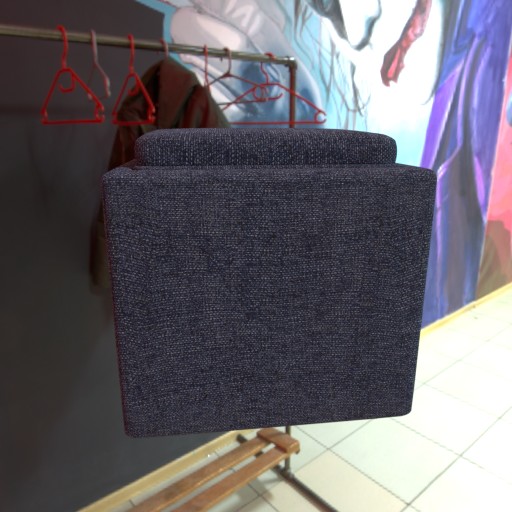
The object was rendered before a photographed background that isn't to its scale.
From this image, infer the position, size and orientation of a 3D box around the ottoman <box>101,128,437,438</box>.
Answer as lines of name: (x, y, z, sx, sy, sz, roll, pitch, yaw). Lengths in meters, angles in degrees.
ottoman: (0.000, 0.000, 0.828, 0.450, 0.460, 0.450, -2, 16, -7)
